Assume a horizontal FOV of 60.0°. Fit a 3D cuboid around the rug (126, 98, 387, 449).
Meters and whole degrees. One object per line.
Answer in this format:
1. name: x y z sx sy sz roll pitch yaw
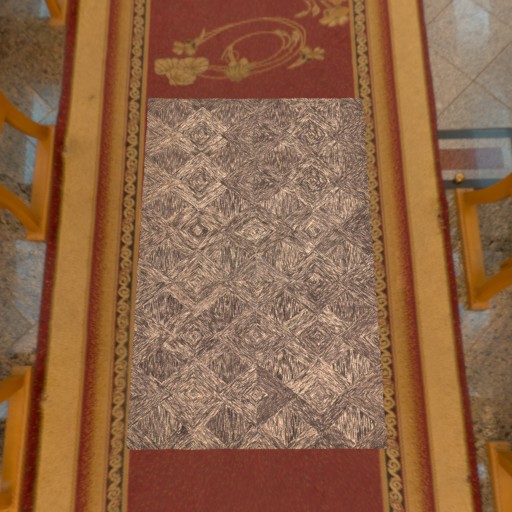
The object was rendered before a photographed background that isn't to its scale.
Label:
1. rug: 0.000 0.000 2.229 1.189 0.011 1.808 0 76 0
